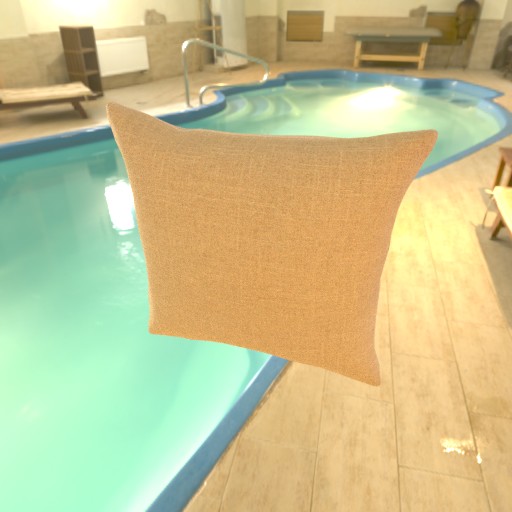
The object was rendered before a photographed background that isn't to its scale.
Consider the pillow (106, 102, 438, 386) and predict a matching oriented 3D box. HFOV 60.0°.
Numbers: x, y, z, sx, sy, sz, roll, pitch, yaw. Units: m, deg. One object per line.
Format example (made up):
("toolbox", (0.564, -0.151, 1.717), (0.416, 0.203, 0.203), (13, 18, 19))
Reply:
("pillow", (0.000, 0.000, 0.635), (0.414, 0.399, 0.173), (10, 33, 15))
